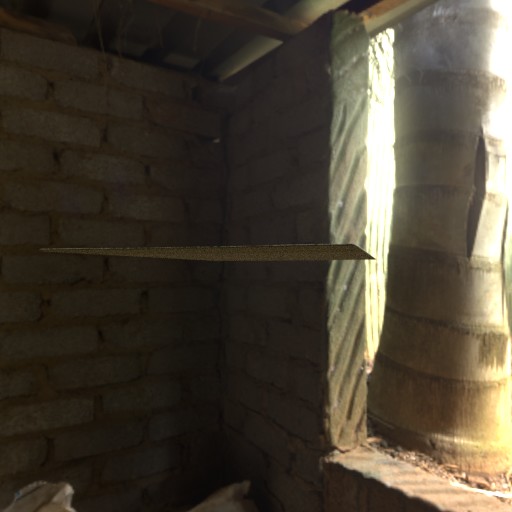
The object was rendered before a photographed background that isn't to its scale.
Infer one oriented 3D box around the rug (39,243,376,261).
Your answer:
[{"bbox_3d":[0.000,0.000,2.288,1.143,0.010,1.758,-1,-2,17],"label":"rug"}]
